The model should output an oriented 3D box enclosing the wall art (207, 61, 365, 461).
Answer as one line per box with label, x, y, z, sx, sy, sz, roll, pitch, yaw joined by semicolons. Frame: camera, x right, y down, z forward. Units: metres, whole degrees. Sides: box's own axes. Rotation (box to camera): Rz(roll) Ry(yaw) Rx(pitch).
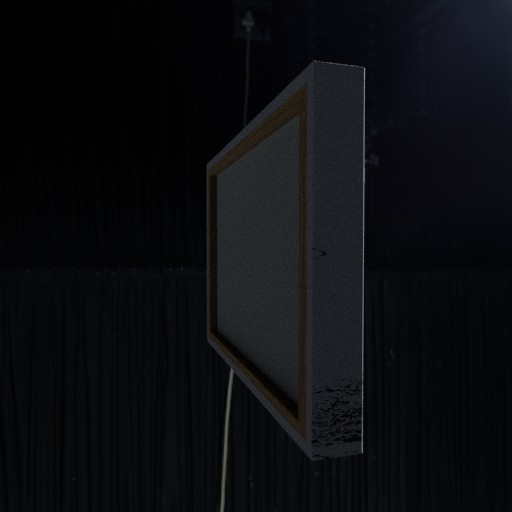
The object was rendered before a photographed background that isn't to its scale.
wall art;0.000;0.000;0.474;0.038;0.259;0.381;0;1;-16
